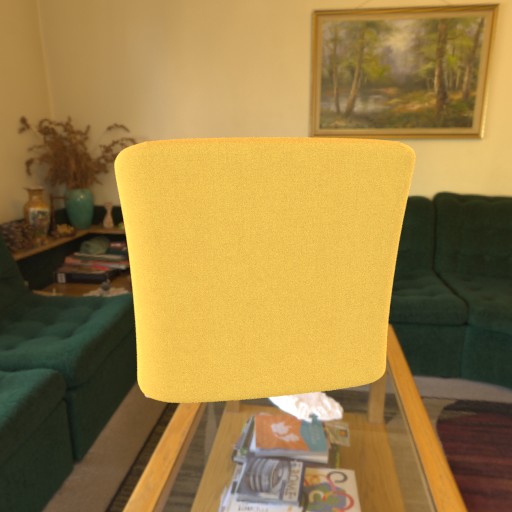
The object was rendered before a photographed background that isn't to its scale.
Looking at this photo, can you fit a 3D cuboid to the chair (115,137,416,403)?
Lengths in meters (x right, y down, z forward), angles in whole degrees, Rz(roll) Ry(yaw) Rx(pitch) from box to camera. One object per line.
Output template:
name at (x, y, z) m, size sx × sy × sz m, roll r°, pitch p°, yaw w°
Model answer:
chair at (0.000, 0.000, 1.404) m, size 0.790 × 0.720 × 0.700 m, roll -2°, pitch 15°, yaw -10°
